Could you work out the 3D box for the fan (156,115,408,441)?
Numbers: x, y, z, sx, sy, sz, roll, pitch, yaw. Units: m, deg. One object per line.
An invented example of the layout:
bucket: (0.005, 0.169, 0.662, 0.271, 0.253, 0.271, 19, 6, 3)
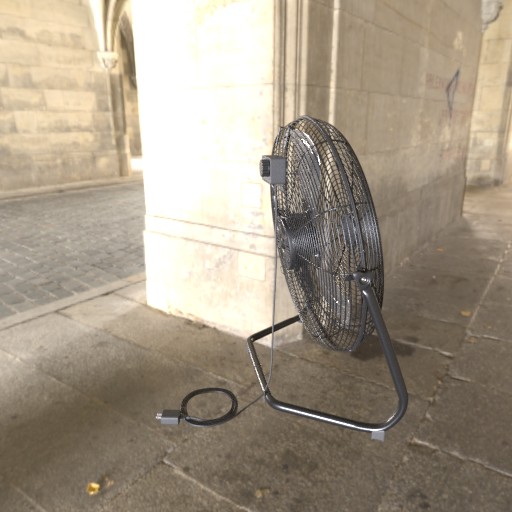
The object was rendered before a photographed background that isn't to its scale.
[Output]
fan: (0.000, 0.000, 0.999, 0.470, 0.605, 0.595, -3, 17, -10)
